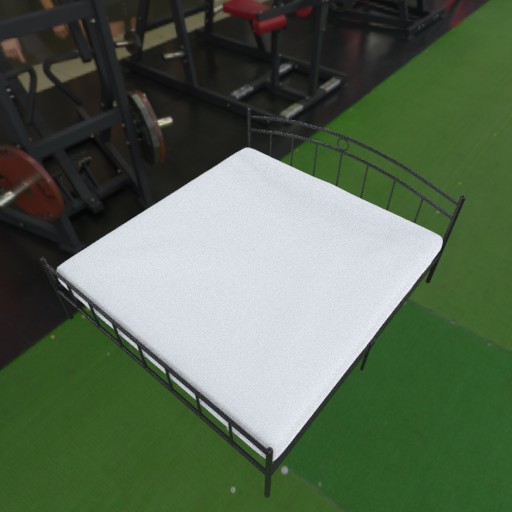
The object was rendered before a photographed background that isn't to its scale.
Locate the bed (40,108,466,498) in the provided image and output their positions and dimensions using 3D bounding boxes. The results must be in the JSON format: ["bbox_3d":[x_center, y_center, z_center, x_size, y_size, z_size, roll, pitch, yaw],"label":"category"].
[{"bbox_3d":[0.000,0.000,3.035,1.880,0.940,2.040,31,53,27],"label":"bed"}]
